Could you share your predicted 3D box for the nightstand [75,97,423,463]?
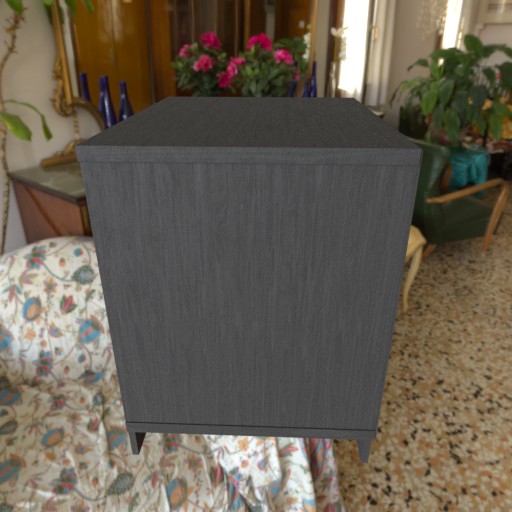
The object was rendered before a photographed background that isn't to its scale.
[{"bbox_3d":[0.000,0.000,0.728,0.347,0.448,0.427,1,26,2],"label":"nightstand"}]
